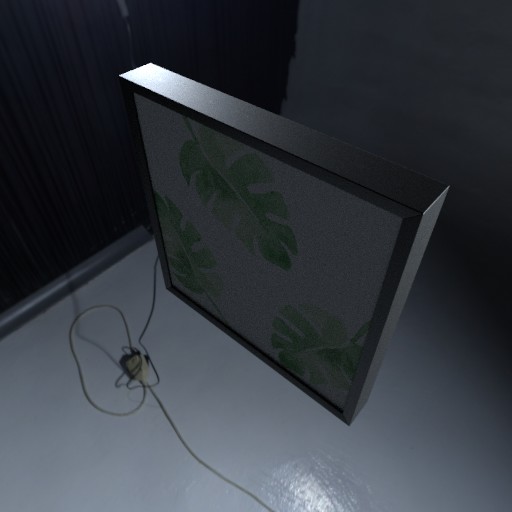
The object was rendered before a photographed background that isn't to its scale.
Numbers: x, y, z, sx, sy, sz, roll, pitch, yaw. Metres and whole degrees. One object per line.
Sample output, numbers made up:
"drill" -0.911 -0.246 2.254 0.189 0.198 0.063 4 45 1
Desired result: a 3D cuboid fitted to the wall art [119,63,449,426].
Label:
"wall art" 0.000 0.000 0.459 0.304 0.304 0.038 32 53 27
